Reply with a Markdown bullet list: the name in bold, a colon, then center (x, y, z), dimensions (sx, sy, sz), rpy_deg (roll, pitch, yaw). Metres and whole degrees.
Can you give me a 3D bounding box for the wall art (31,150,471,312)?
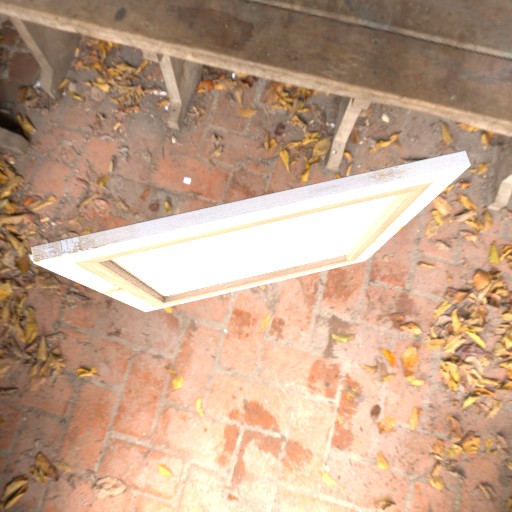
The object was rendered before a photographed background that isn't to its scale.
- **wall art**: center (0.000, 0.000, 1.499), dimensions (1.015, 1.018, 0.040), rpy_deg (-13, 77, -3)
